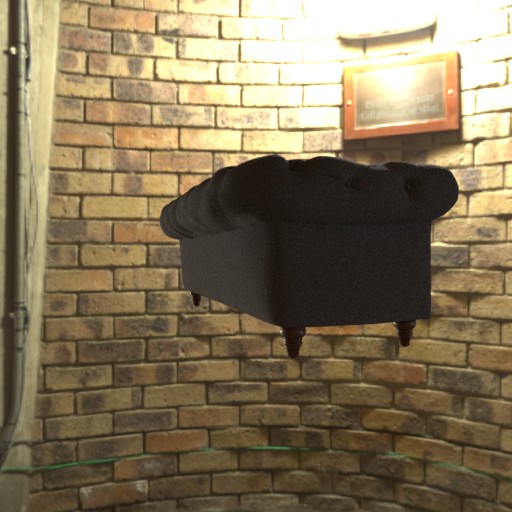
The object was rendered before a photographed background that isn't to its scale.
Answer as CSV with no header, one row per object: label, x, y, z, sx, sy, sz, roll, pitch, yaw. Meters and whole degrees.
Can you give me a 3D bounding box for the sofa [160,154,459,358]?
sofa,0.000,0.000,2.796,1.046,0.836,2.335,0,0,-20
